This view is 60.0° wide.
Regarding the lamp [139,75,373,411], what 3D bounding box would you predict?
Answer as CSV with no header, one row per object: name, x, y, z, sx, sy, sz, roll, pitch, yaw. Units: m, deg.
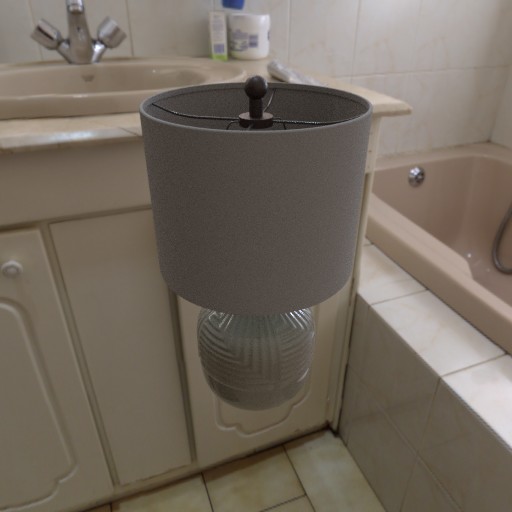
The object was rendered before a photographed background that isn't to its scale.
lamp,0.000,0.000,0.743,0.318,0.567,0.318,0,31,0
